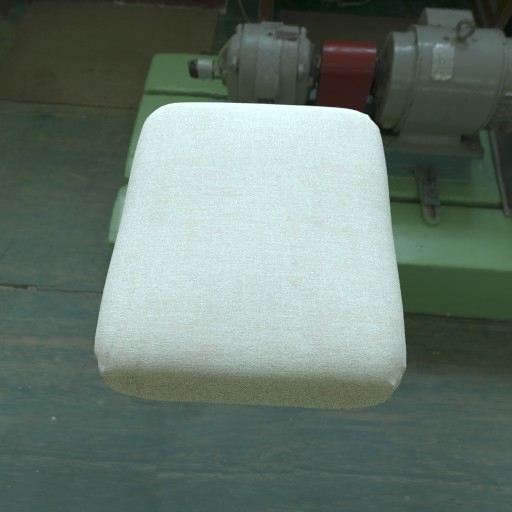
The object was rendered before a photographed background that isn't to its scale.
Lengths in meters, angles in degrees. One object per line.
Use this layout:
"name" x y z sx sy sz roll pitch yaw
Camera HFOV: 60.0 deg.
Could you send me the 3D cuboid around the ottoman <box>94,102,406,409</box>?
"ottoman" 0.000 0.000 1.129 0.622 0.450 0.747 2 62 1
